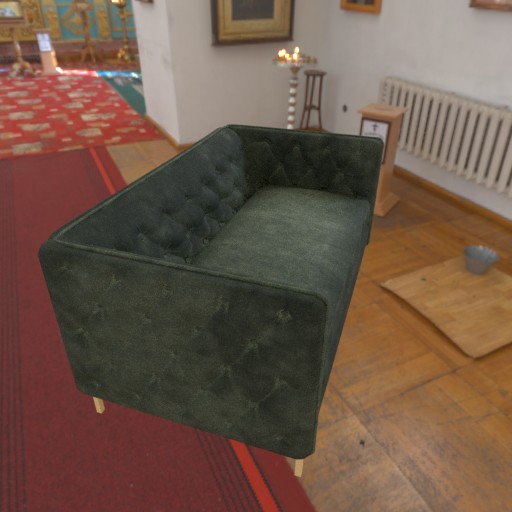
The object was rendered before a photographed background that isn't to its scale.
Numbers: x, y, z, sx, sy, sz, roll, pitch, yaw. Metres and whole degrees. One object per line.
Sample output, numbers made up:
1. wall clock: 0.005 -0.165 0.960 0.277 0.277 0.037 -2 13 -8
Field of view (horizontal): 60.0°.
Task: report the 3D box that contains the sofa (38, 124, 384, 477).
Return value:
1. sofa: 0.000 0.000 1.986 0.895 0.768 1.537 10 32 17
